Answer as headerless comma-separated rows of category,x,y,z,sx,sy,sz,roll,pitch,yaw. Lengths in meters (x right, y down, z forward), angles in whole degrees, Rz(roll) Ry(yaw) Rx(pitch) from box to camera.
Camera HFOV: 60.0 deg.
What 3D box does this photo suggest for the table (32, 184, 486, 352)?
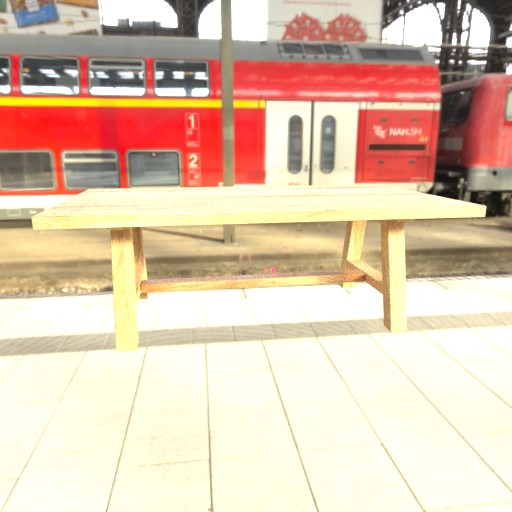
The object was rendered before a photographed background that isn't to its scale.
table,0.000,0.000,1.686,1.320,0.455,0.760,-2,14,-9
